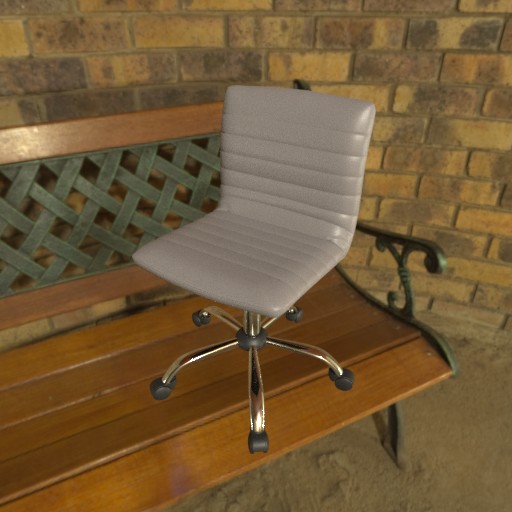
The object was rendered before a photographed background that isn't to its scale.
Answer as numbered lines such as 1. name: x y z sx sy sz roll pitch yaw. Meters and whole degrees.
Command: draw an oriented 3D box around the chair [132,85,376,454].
1. chair: 0.000 0.000 1.129 0.569 0.750 0.542 18 35 27
